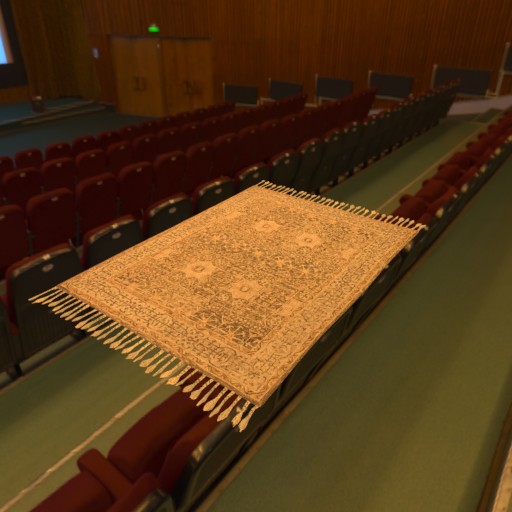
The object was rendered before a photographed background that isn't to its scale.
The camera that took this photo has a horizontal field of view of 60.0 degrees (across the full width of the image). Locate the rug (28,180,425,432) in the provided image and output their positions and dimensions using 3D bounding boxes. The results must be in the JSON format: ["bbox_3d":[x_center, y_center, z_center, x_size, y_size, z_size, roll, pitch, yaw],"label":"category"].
[{"bbox_3d":[0.000,0.000,3.111,1.619,0.023,2.465,21,37,31],"label":"rug"}]
